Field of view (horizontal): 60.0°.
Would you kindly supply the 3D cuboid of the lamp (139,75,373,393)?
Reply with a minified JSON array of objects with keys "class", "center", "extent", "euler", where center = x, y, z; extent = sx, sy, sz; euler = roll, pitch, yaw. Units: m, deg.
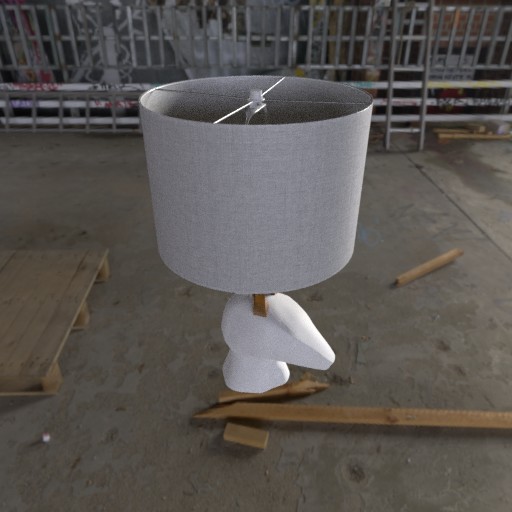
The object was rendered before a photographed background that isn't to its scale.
[{"class":"lamp","center":[0.000,0.000,0.705],"extent":[0.298,0.503,0.298],"euler":[10,32,15]}]
